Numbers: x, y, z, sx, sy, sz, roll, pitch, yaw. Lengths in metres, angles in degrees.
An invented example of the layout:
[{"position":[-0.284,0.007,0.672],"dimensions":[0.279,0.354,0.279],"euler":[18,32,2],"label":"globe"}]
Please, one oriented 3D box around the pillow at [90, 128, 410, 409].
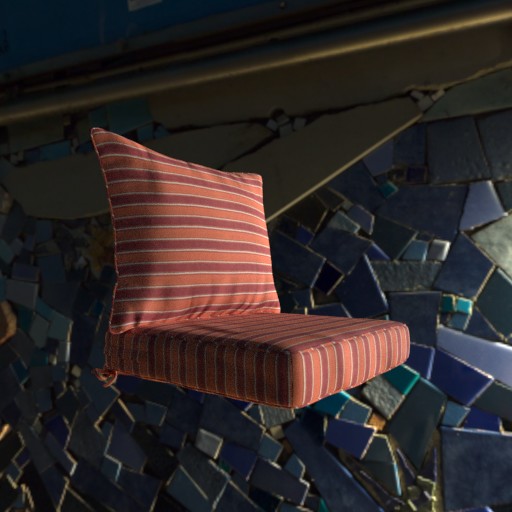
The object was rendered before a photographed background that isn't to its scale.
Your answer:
[{"position":[0.000,0.000,1.373],"dimensions":[0.733,0.723,0.799],"euler":[-2,-3,38],"label":"pillow"}]
